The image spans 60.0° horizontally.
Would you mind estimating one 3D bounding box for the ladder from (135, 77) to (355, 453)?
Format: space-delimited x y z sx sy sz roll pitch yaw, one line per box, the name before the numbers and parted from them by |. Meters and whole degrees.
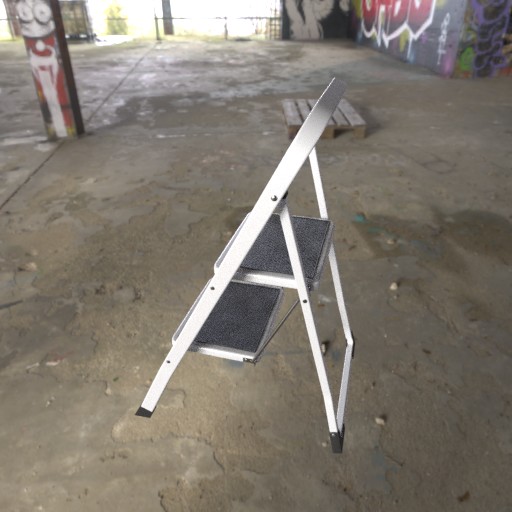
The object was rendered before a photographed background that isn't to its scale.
ladder | 0.000 0.000 1.099 0.544 0.810 0.460 8 32 13
